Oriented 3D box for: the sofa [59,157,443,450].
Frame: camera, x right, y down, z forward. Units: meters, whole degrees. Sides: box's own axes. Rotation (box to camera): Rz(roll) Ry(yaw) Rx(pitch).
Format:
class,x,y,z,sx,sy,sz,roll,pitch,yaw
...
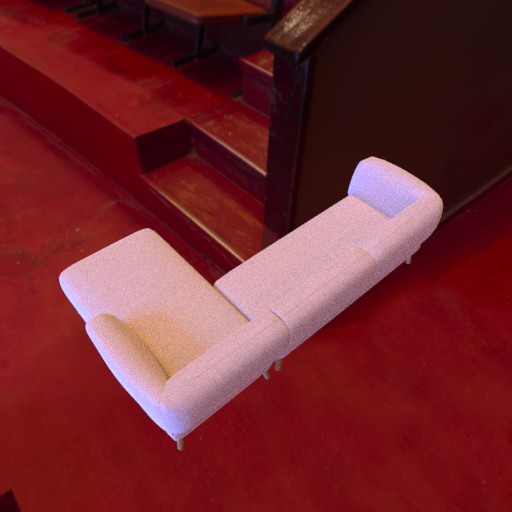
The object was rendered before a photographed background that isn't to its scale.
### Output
class,x,y,z,sx,sy,sz,roll,pitch,yaw
sofa,0.000,0.000,3.395,2.660,0.730,1.610,-33,55,-27
